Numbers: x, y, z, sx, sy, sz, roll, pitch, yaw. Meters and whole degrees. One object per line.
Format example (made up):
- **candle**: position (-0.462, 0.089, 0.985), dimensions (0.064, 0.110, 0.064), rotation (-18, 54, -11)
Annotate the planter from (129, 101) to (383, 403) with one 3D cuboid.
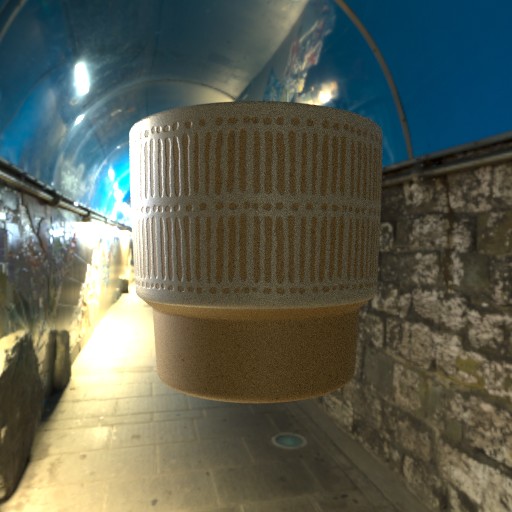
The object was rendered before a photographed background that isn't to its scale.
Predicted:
- **planter**: position (0.000, 0.000, 0.580), dimensions (0.317, 0.303, 0.317), rotation (0, 1, 0)
